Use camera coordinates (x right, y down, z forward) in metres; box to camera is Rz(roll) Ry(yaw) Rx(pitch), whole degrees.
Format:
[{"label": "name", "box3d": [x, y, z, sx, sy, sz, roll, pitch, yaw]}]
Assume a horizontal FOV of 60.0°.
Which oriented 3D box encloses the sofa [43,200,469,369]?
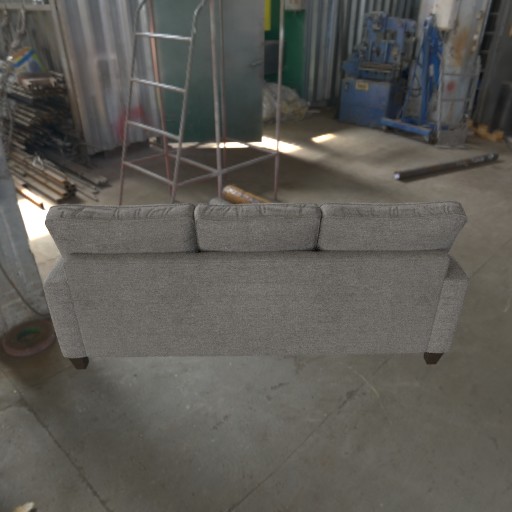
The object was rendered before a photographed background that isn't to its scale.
[{"label": "sofa", "box3d": [0.000, 0.000, 2.646, 2.158, 0.965, 0.951, -1, 31, -1]}]
